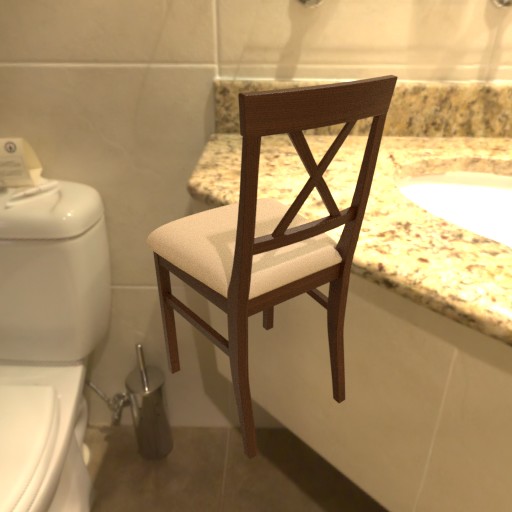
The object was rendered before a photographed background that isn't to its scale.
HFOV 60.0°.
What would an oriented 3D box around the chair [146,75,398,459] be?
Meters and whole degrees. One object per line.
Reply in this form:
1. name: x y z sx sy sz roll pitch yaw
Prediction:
1. chair: 0.000 0.000 1.175 0.440 0.913 0.480 -19 35 -30
